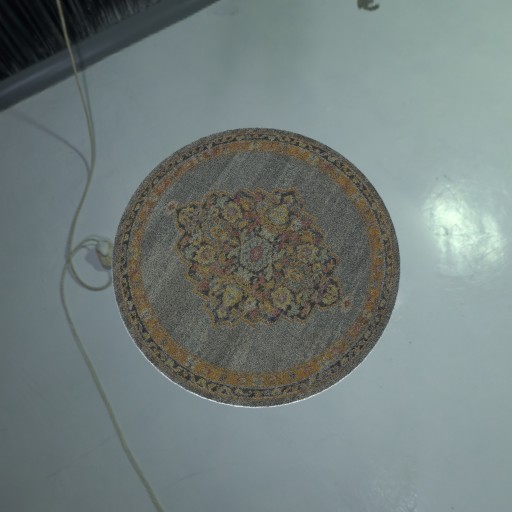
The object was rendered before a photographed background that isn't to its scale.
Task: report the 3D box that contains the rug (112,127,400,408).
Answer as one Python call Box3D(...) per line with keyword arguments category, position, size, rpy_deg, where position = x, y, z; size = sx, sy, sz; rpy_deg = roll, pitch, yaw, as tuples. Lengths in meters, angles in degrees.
Box3D(category="rug", position=(0.000, 0.000, 2.461), size=(1.598, 0.010, 1.598), rpy_deg=(0, 75, 0))
